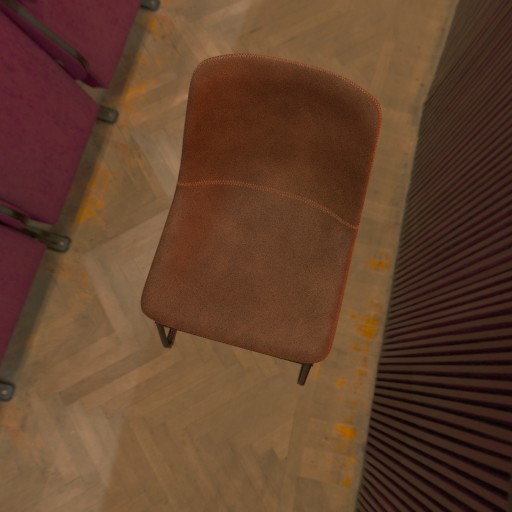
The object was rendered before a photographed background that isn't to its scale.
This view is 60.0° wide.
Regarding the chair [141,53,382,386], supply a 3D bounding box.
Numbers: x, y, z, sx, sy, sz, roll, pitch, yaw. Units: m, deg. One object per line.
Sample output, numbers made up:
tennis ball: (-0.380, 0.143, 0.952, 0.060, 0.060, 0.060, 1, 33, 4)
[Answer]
chair: (0.000, 0.000, 1.102, 0.460, 0.780, 0.551, 15, 76, 4)
